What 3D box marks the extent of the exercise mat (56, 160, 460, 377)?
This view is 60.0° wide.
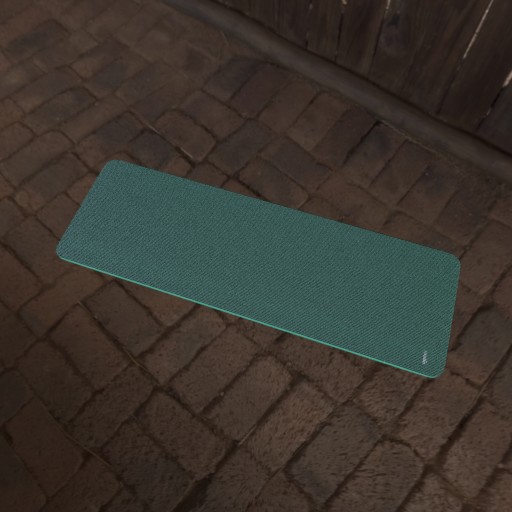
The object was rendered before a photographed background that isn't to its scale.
[{"bbox_3d":[0.000,0.000,2.123,1.869,0.021,0.616,17,65,8],"label":"exercise mat"}]
